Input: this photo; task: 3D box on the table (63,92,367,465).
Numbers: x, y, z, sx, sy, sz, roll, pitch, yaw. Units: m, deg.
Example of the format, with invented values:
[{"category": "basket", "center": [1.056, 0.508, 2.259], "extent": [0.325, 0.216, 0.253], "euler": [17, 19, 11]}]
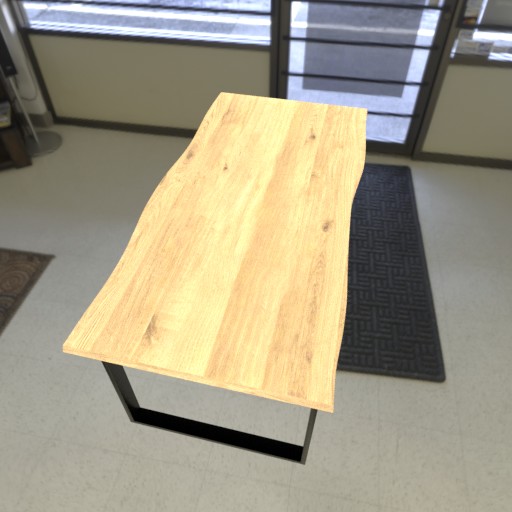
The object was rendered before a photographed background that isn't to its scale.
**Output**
[{"category": "table", "center": [0.000, 0.000, 2.236], "extent": [0.900, 0.780, 1.800], "euler": [10, 47, 9]}]
